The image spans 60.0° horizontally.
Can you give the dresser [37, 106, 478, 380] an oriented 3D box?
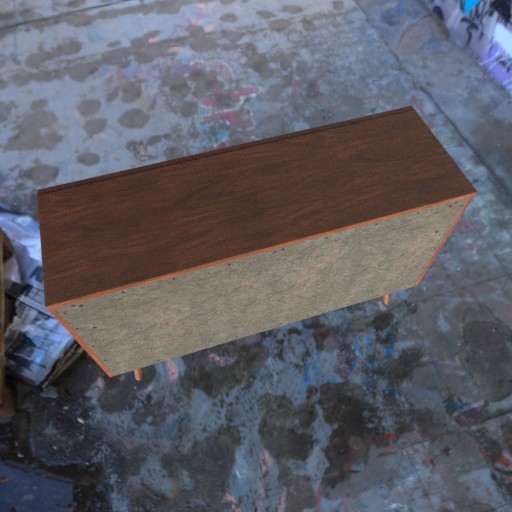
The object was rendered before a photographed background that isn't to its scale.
[{"bbox_3d":[0.000,0.000,1.938,1.472,0.889,0.500,-15,59,-9],"label":"dresser"}]
